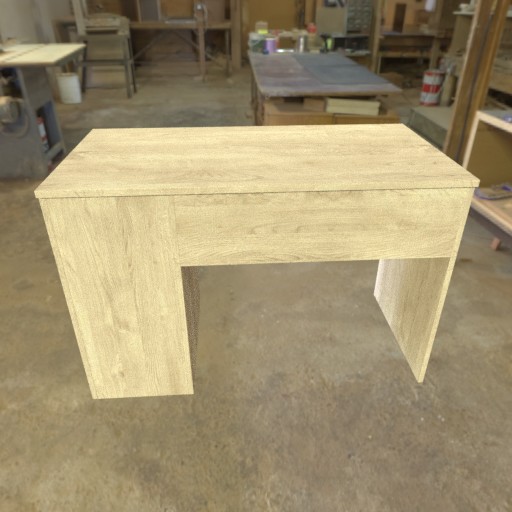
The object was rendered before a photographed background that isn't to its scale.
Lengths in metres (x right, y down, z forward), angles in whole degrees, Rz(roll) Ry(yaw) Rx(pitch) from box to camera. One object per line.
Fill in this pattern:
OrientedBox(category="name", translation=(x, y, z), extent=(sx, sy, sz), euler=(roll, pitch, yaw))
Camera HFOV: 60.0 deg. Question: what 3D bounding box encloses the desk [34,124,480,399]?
OrientedBox(category="desk", translation=(0.000, 0.000, 1.515), extent=(1.097, 0.735, 0.560), euler=(-2, 31, -3))
